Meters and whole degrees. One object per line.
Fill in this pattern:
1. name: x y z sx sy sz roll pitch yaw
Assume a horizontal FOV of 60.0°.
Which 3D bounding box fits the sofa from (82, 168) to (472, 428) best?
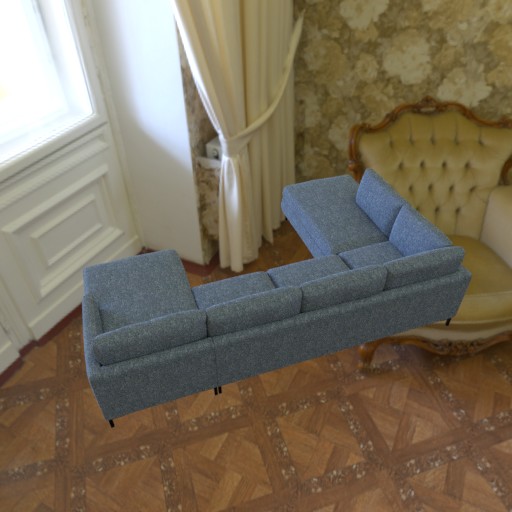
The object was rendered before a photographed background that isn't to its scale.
1. sofa: 0.000 0.000 3.652 2.737 0.756 1.879 -13 41 -15
